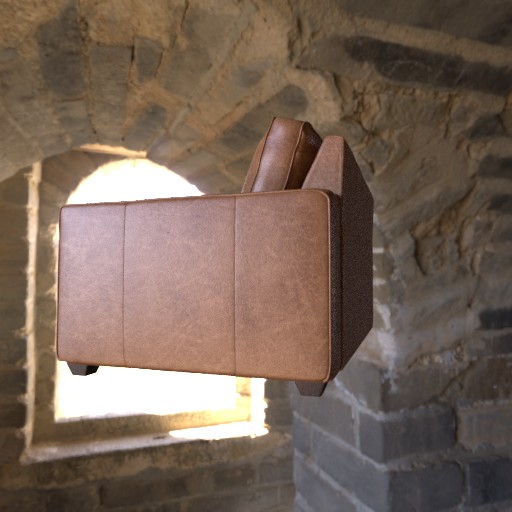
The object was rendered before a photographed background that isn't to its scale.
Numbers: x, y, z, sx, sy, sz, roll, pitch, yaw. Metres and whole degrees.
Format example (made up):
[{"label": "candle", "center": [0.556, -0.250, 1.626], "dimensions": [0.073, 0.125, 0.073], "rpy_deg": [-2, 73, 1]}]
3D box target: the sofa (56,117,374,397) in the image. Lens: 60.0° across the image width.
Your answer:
[{"label": "sofa", "center": [0.000, 0.000, 2.119], "dimensions": [1.020, 0.896, 1.532], "rpy_deg": [-1, -3, 19]}]
